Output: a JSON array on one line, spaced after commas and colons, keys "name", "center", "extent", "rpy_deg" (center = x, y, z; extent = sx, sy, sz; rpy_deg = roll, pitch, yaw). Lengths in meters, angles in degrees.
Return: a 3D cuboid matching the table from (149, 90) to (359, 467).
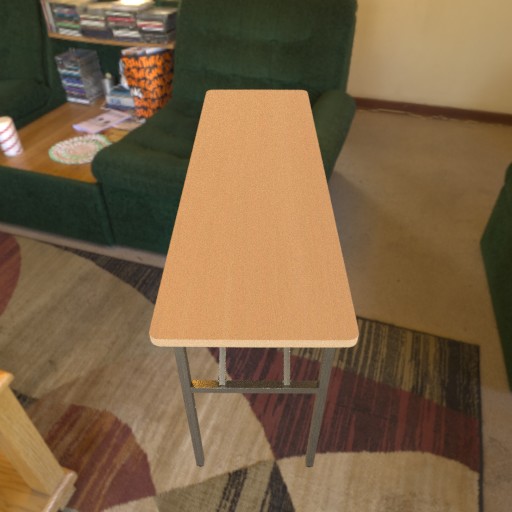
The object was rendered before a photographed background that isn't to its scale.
[{"name": "table", "center": [0.000, 0.000, 1.694], "extent": [0.446, 0.750, 1.397], "rpy_deg": [0, 41, 0]}]
